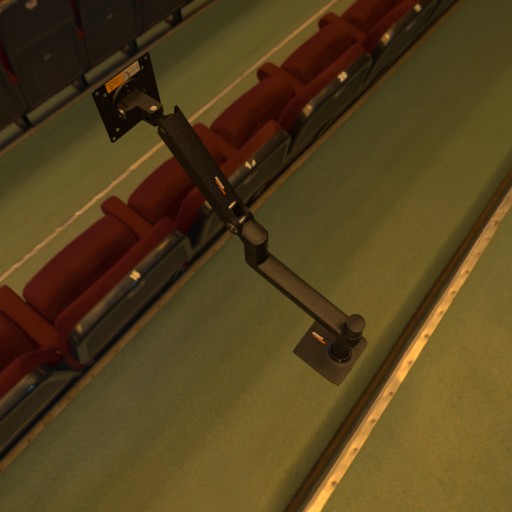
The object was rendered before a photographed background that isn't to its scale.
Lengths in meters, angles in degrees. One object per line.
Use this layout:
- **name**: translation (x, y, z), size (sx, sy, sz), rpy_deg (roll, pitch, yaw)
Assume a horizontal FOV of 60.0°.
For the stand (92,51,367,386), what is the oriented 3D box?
- **stand**: translation (0.000, 0.000, 1.049), size (0.650, 0.713, 0.152), rpy_deg (35, 67, 17)
